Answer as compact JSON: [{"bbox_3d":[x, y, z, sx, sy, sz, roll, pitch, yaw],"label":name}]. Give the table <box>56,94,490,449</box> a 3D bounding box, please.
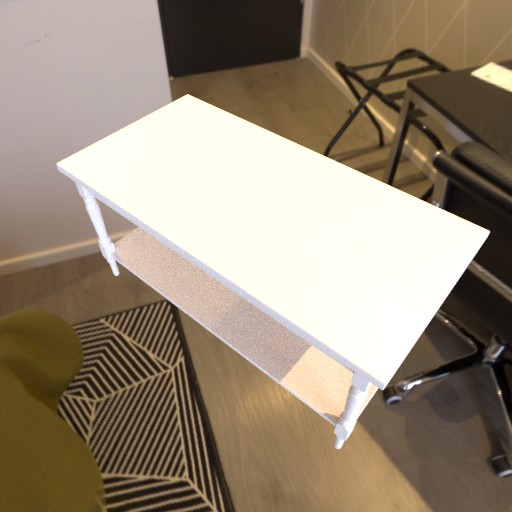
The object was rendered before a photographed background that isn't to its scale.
[{"bbox_3d":[0.000,0.000,1.420,1.107,0.510,0.550,32,55,26],"label":"table"}]
